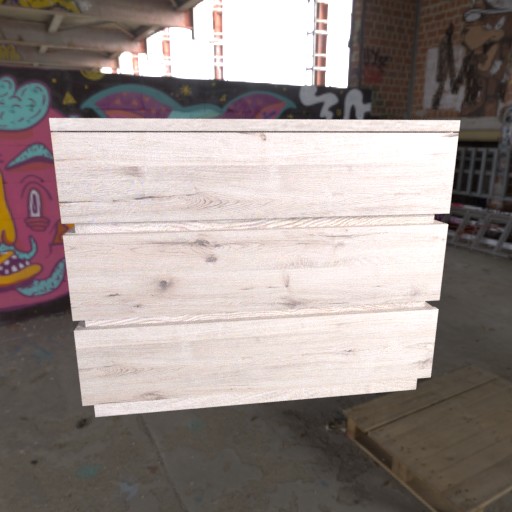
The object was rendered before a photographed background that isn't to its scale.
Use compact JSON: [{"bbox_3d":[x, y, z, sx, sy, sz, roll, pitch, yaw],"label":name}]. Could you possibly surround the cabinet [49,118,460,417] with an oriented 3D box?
[{"bbox_3d":[0.000,0.000,1.415,1.040,0.820,0.420,-2,15,-8],"label":"cabinet"}]
